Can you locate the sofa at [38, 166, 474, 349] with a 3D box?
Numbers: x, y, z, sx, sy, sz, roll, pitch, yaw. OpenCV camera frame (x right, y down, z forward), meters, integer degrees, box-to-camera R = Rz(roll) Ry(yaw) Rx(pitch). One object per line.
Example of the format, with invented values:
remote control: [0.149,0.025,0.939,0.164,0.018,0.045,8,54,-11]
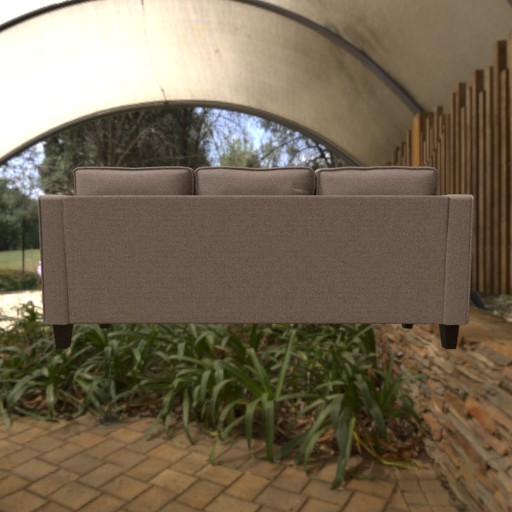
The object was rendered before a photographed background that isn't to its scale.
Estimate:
sofa: [0.000,0.000,2.601,2.129,0.950,0.899,0,0,0]
